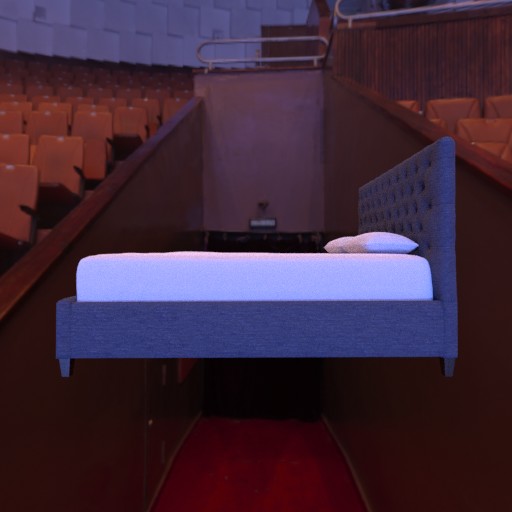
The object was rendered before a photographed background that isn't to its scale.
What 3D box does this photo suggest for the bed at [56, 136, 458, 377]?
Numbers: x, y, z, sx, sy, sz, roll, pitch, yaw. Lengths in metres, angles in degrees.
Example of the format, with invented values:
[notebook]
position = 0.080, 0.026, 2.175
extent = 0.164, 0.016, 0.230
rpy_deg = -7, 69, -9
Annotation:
[bed]
position = 0.000, 0.000, 3.628
extent = 2.387, 1.427, 2.078
rpy_deg = 0, 0, 0
